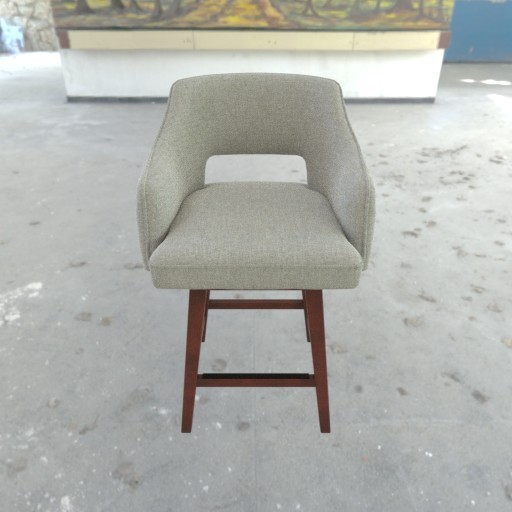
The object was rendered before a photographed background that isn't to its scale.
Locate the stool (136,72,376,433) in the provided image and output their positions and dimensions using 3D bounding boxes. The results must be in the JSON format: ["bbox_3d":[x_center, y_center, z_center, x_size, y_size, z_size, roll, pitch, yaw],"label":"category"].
[{"bbox_3d":[0.000,0.000,1.315,0.599,0.944,0.558,0,30,0],"label":"stool"}]
